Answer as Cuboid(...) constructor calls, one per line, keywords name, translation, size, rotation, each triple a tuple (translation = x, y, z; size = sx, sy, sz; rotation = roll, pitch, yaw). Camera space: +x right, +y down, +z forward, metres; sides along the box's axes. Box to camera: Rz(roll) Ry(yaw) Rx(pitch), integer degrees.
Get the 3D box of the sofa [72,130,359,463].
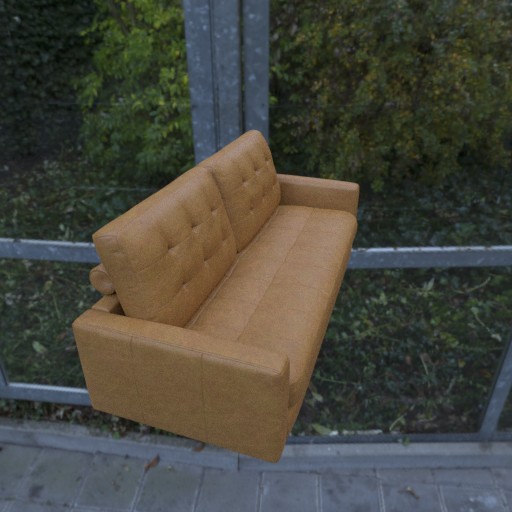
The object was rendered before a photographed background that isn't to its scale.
Cuboid(name="sofa", translation=(0.000, 0.000, 2.251), size=(0.850, 0.898, 1.821), rotation=(9, 30, 17))
